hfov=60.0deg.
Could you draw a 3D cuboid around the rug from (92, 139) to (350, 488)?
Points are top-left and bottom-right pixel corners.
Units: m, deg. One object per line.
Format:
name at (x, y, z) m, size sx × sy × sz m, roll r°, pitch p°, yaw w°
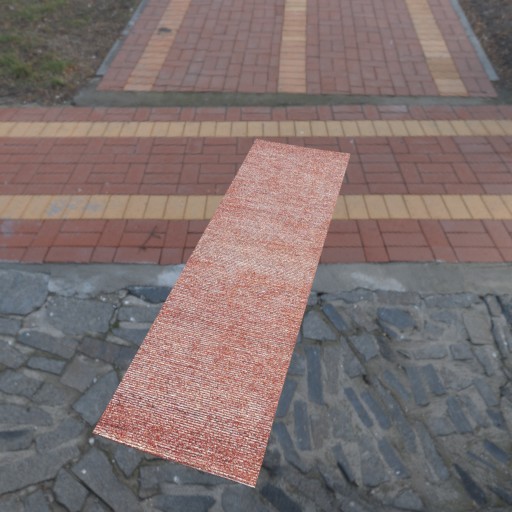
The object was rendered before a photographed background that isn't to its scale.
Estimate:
rug at (0.000, 0.000, 2.548) m, size 0.718 × 0.013 × 2.353 m, roll 13°, pitch 49°, yaw 12°
